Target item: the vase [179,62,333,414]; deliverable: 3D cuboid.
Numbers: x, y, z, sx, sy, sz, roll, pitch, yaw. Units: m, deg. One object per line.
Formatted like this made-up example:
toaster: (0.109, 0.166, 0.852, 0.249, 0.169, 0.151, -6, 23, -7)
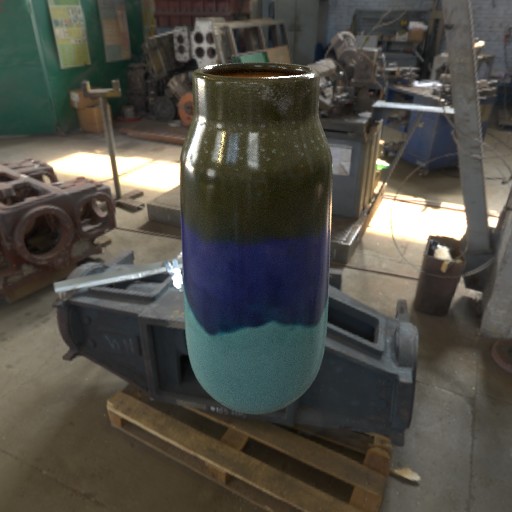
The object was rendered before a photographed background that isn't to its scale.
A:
vase: (0.000, 0.000, 0.400, 0.139, 0.313, 0.139, 0, 30, 0)
